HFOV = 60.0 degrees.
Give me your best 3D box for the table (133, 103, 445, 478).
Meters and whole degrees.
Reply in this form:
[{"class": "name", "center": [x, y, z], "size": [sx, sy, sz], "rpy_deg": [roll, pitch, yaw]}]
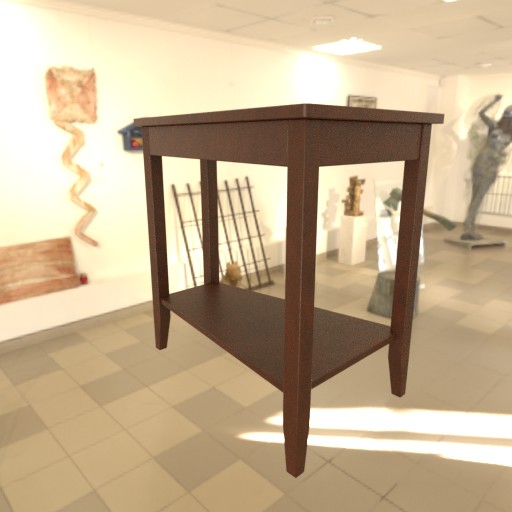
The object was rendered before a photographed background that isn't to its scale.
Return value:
[{"class": "table", "center": [0.000, 0.000, 0.977], "size": [0.399, 0.589, 0.605], "rpy_deg": [-14, 20, -42]}]
